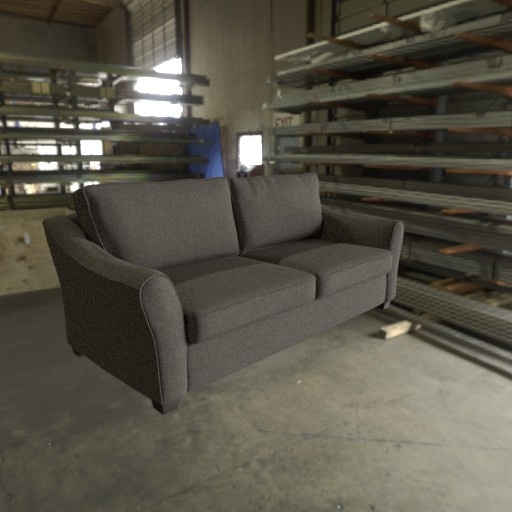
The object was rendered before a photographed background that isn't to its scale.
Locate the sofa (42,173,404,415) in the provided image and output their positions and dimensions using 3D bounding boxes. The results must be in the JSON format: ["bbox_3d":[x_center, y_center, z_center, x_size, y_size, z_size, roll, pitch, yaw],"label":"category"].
[{"bbox_3d":[0.000,0.000,2.805,1.013,0.976,2.203,13,18,43],"label":"sofa"}]
